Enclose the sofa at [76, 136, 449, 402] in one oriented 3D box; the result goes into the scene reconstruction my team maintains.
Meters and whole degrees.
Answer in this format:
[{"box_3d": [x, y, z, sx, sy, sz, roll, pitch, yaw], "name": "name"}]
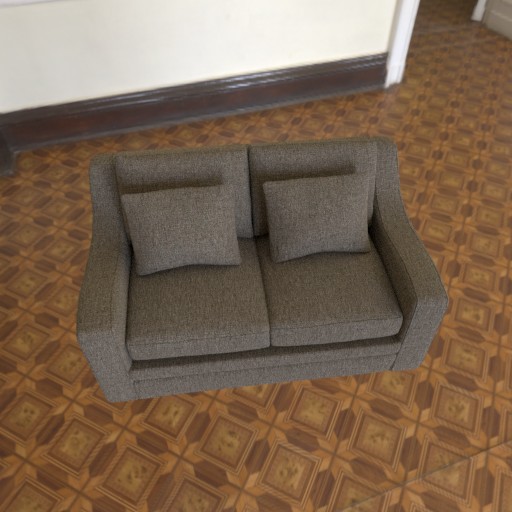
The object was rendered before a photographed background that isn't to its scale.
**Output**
[{"box_3d": [0.000, 0.000, 2.449, 1.778, 0.991, 1.120, -5, 47, -4], "name": "sofa"}]
